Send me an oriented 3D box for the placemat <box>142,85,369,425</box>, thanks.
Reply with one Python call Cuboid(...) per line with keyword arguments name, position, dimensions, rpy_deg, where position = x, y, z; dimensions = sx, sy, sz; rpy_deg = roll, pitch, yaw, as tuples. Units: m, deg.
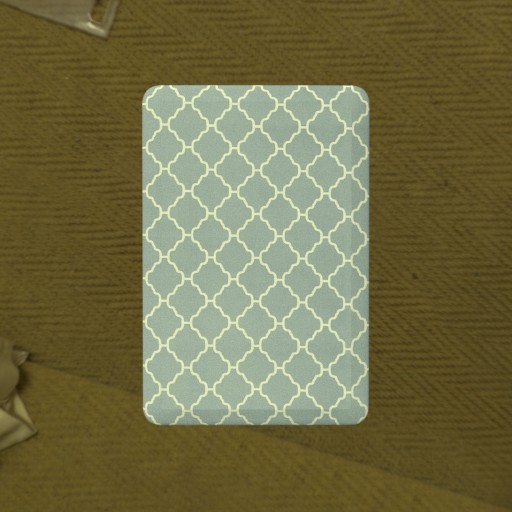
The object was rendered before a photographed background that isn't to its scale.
Cuboid(name="placemat", position=(0.000, 0.000, 0.988), dimensions=(0.508, 0.021, 0.762), rpy_deg=(0, 91, 0))
